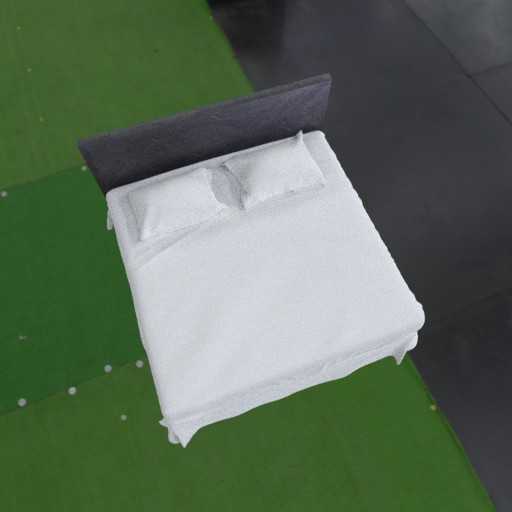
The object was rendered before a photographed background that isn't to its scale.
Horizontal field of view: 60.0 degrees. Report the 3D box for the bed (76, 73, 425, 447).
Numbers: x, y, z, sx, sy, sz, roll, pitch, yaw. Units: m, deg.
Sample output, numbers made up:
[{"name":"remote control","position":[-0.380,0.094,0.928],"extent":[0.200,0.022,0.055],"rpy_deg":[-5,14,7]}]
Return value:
[{"name":"bed","position":[0.000,0.000,3.460],"extent":[2.255,1.158,2.165],"rpy_deg":[-18,65,-9]}]
